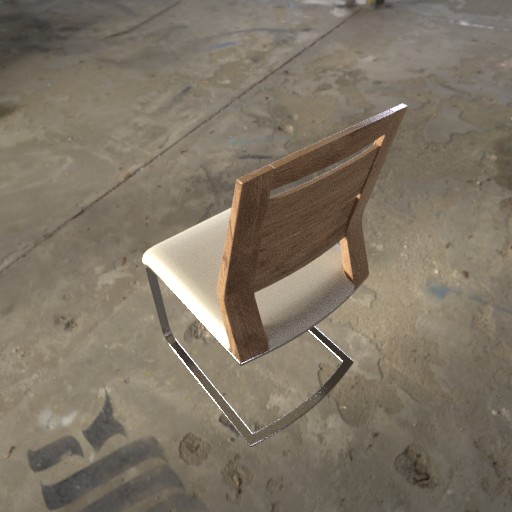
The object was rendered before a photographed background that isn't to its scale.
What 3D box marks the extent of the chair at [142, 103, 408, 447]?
[{"bbox_3d":[0.000,0.000,1.230,0.457,0.955,0.561,-30,52,-27],"label":"chair"}]
